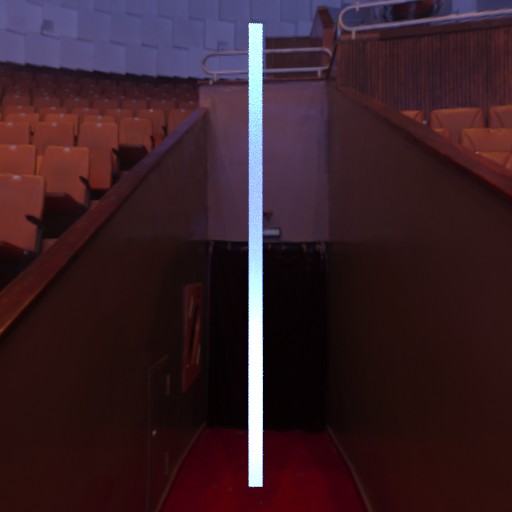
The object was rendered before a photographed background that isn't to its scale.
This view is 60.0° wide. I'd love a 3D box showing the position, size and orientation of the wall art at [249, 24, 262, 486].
[{"bbox_3d":[0.000,0.000,1.410,0.030,1.046,0.816,0,-1,0],"label":"wall art"}]
